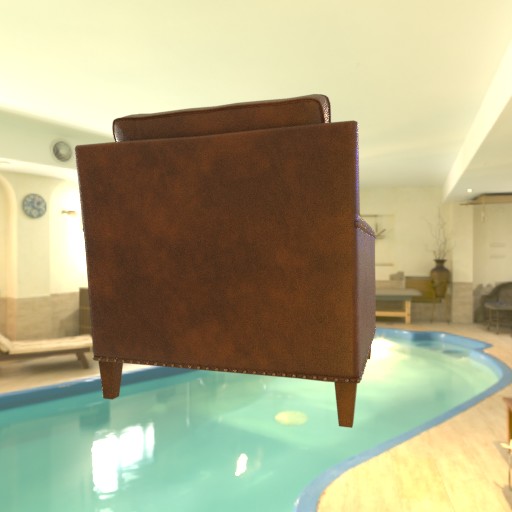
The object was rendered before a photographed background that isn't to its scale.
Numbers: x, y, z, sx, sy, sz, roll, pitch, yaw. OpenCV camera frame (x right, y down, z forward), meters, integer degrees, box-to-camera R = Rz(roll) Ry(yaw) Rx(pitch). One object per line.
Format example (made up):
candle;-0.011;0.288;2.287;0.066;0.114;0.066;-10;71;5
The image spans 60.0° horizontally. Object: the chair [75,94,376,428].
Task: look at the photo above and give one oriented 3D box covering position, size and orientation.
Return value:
chair;0.000;0.000;1.696;0.853;0.929;1.014;0;0;18
